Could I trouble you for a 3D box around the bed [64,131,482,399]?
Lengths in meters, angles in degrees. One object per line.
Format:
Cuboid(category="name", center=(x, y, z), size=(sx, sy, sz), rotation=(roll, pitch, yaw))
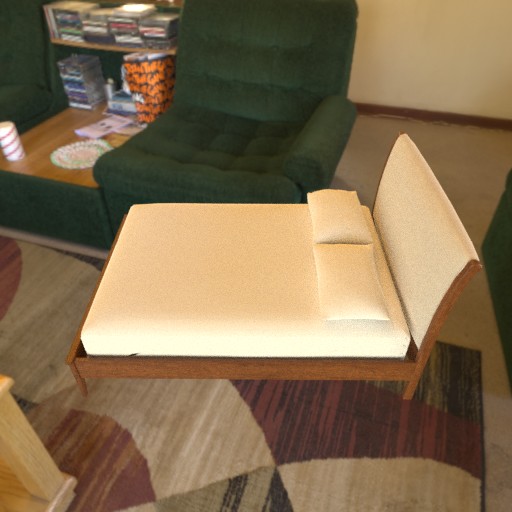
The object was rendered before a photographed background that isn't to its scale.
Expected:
Cuboid(category="bed", center=(0.000, 0.000, 3.245), size=(2.380, 1.250, 1.612), rotation=(0, 40, 0))
